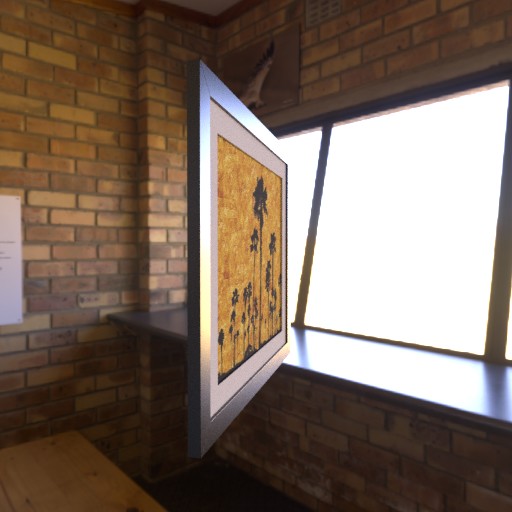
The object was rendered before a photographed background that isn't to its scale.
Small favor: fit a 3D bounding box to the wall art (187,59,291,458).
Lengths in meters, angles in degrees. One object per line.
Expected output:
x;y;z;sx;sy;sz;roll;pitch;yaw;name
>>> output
0.000;0.000;0.552;0.012;0.332;0.383;0;1;16;wall art
